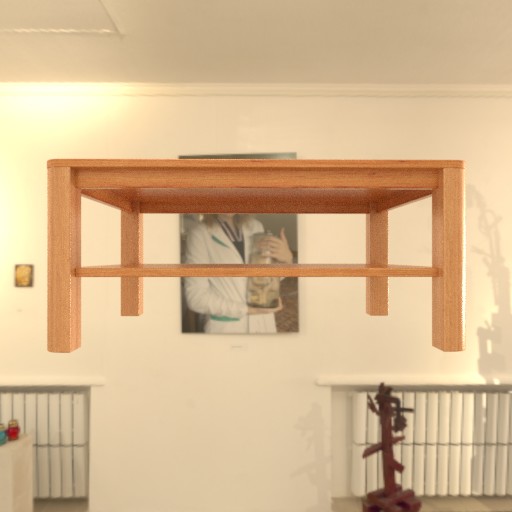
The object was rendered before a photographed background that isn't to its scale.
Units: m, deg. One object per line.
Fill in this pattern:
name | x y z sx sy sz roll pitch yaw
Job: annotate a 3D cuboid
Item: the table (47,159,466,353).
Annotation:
table | 0.000 0.000 1.367 0.997 0.445 0.696 0 0 -1
